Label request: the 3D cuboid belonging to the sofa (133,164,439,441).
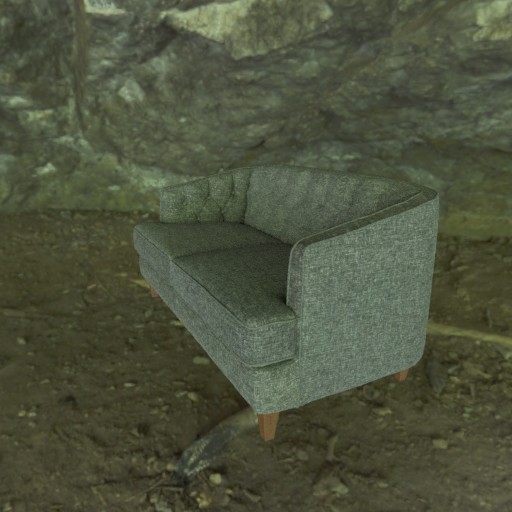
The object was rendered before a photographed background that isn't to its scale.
[{"bbox_3d":[0.000,0.000,2.290,0.941,0.855,1.733,-8,17,-26],"label":"sofa"}]
